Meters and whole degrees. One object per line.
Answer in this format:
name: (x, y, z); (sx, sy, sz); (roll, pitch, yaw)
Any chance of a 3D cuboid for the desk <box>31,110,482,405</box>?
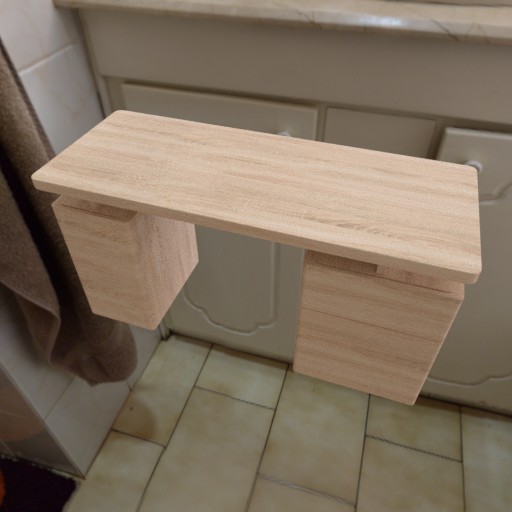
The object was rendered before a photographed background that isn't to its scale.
desk: (0.000, 0.000, 1.739); (1.400, 0.760, 0.550); (13, 44, 14)
